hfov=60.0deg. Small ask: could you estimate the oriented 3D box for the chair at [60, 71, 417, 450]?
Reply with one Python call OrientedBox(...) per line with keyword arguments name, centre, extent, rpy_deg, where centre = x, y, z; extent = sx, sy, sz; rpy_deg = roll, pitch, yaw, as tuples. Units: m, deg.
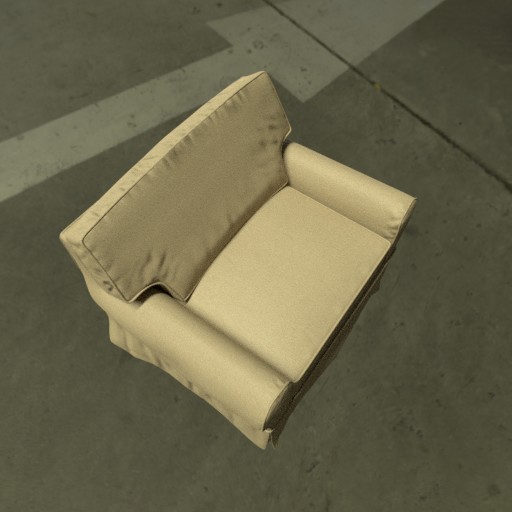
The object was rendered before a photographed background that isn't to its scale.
OrientedBox(name="chair", centre=(0.000, 0.000, 1.776), extent=(0.903, 0.937, 1.096), rpy_deg=(32, 63, 18))
